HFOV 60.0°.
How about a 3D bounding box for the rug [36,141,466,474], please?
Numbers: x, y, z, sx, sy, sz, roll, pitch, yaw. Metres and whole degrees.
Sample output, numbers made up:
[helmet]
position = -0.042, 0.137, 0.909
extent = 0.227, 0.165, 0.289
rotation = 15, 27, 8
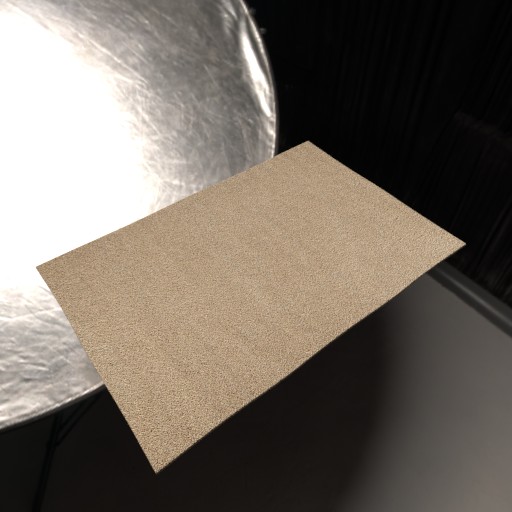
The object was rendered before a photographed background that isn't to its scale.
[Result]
[rug]
position = 0.000, 0.000, 3.334
extent = 2.699, 0.025, 1.800
rotation = -30, 54, -25
